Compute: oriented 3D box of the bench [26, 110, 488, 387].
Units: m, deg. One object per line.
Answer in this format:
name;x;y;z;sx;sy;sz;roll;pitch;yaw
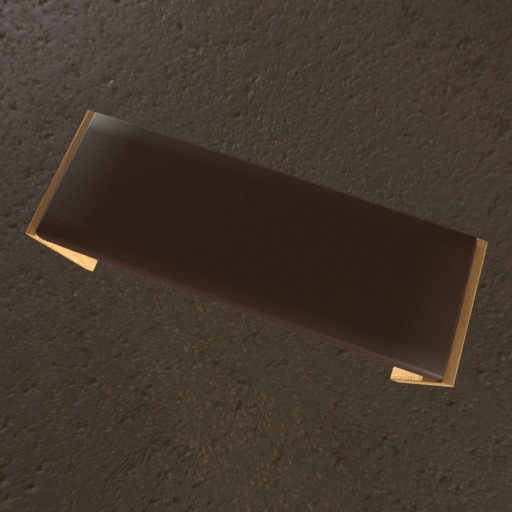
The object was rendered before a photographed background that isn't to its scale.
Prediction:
bench;0.000;0.000;1.410;1.200;0.480;0.405;19;76;5
